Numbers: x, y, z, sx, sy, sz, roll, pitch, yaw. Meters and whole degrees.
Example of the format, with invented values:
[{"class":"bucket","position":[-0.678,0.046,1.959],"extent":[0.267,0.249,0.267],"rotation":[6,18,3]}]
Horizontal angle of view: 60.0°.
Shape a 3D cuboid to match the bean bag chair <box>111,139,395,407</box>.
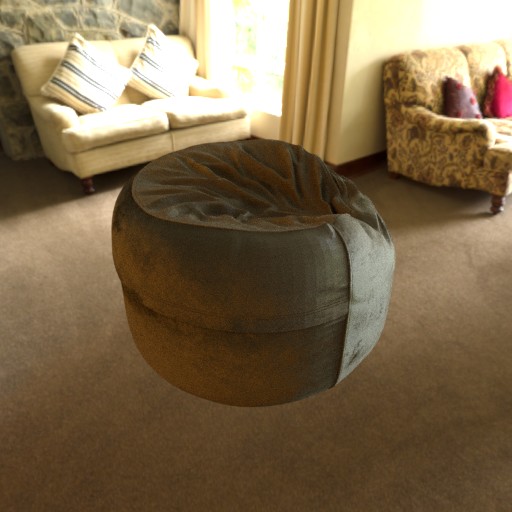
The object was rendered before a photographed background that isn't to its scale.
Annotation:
[{"class":"bean bag chair","position":[0.000,0.000,1.518],"extent":[0.918,0.605,0.918],"rotation":[0,32,0]}]
